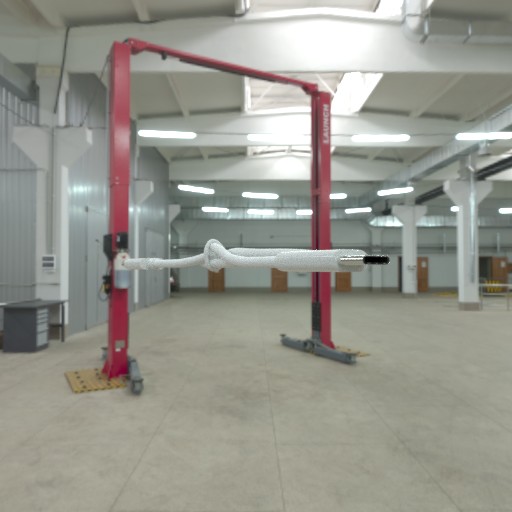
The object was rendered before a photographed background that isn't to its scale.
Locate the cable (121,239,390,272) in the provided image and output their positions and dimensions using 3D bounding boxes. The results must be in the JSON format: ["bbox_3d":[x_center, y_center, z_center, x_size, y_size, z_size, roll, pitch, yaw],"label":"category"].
[{"bbox_3d":[0.000,0.000,0.208,0.070,0.014,0.186,1,-2,-36],"label":"cable"}]
